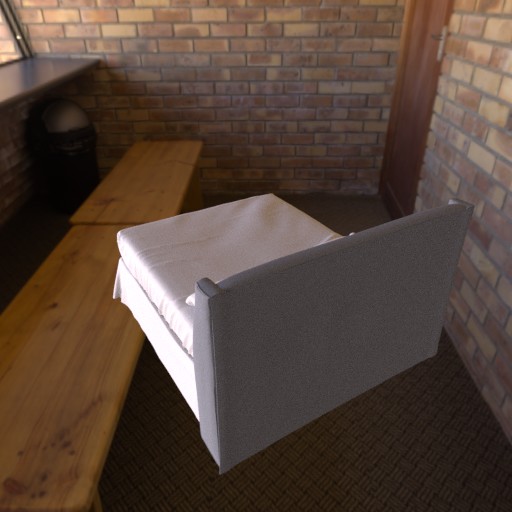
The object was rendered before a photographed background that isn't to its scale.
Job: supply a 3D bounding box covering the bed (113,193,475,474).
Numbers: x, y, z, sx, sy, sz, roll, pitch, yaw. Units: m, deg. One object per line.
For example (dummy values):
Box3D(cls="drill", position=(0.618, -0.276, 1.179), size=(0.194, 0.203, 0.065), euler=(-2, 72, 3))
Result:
Box3D(cls="bed", position=(0.000, 0.000, 3.530), size=(1.925, 1.332, 2.276), euler=(-17, 35, -27))
